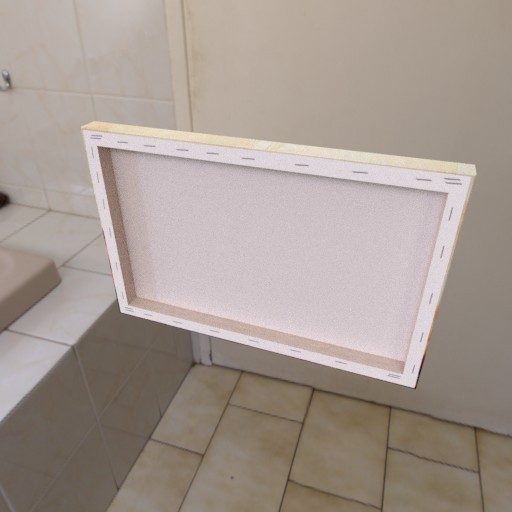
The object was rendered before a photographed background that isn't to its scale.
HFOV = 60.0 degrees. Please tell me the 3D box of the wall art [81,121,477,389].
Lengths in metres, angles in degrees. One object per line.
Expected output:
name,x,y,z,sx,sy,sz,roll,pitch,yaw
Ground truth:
wall art,0.000,0.000,0.777,0.613,0.402,0.040,11,34,17
